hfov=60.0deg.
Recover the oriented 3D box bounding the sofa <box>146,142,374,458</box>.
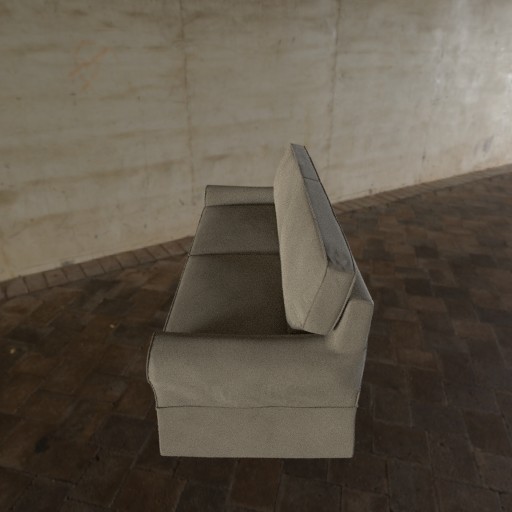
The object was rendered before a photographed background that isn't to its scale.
[{"bbox_3d":[0.000,0.000,2.724,0.900,1.014,2.246,0,26,0],"label":"sofa"}]
